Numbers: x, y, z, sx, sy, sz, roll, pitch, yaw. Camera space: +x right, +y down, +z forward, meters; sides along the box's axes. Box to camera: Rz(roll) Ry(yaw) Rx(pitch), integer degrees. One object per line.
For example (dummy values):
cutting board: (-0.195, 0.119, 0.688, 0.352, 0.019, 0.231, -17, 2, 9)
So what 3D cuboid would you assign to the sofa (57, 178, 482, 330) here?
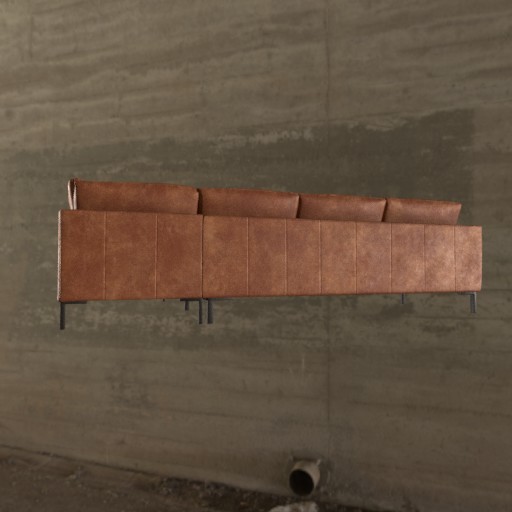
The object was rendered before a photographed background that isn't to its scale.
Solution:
sofa: (0.000, 0.000, 3.789, 2.984, 0.877, 1.938, 0, -2, -18)
